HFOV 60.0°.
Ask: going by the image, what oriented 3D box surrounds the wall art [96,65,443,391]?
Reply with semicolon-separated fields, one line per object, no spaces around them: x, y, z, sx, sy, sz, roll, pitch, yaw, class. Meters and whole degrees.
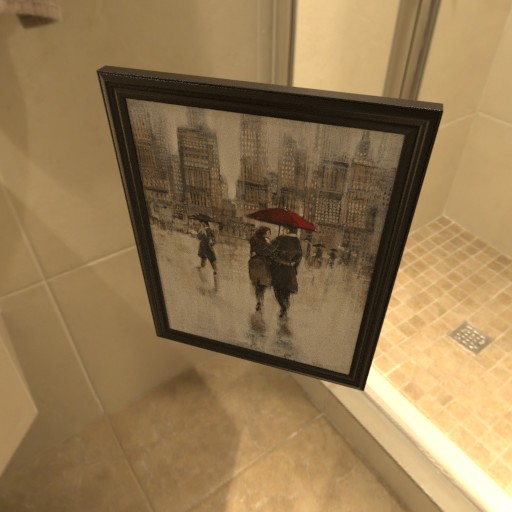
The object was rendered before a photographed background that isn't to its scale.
0.000;0.000;1.567;0.950;1.194;0.053;12;42;13;wall art
